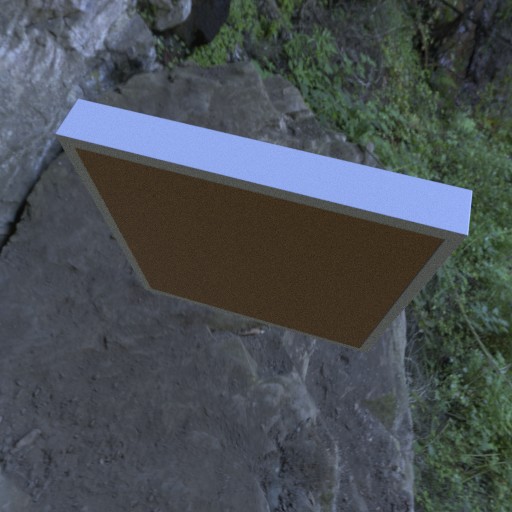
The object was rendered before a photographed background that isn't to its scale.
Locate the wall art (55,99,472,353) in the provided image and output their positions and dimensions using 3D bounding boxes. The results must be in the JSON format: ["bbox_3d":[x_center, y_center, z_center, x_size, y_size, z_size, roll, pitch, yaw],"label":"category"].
[{"bbox_3d":[0.000,0.000,0.457,0.305,0.305,0.038,15,64,7],"label":"wall art"}]
